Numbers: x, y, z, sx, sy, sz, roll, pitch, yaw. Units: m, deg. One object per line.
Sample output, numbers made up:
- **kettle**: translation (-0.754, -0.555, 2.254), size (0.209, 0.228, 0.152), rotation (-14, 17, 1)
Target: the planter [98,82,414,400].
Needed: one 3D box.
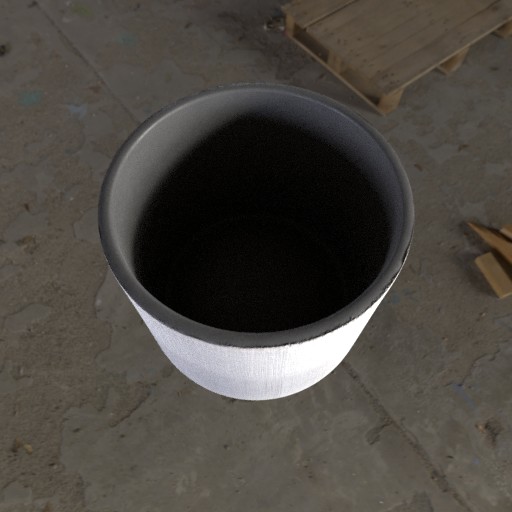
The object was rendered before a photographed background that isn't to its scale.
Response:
- **planter**: translation (0.000, 0.000, 0.448), size (0.254, 0.221, 0.254), rotation (0, 63, 0)
